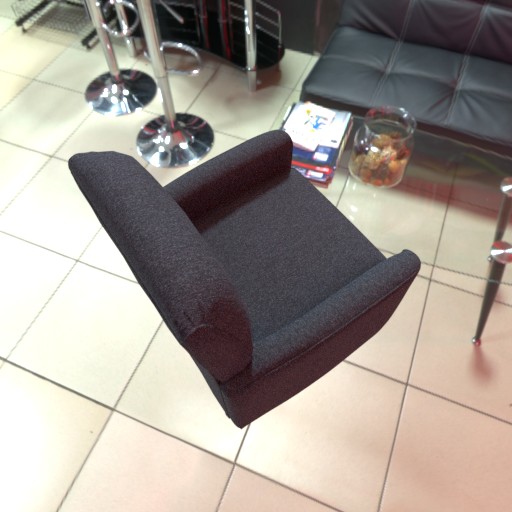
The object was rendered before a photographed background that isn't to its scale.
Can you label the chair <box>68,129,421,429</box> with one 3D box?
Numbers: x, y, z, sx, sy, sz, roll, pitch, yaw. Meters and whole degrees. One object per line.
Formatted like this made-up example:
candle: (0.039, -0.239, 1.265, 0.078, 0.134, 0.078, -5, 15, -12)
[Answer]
chair: (0.000, 0.000, 1.593, 0.850, 1.016, 0.839, -31, 63, -18)
